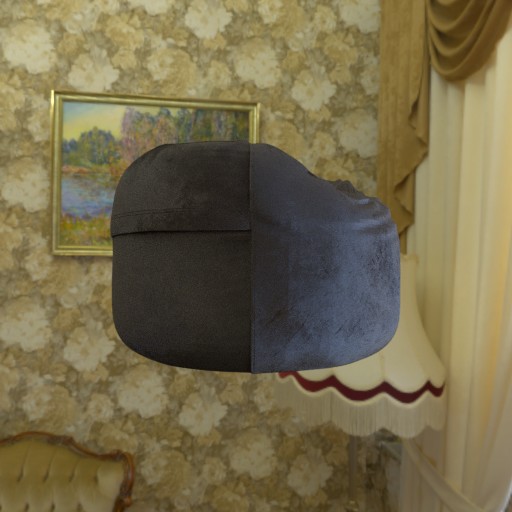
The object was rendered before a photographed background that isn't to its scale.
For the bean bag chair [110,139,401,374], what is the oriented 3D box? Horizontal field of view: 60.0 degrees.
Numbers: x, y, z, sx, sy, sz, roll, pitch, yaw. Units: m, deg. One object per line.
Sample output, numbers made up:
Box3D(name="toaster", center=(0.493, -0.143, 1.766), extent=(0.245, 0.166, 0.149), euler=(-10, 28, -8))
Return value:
Box3D(name="bean bag chair", center=(0.000, 0.000, 1.475), extent=(0.918, 0.605, 0.918), euler=(0, 0, 0))
